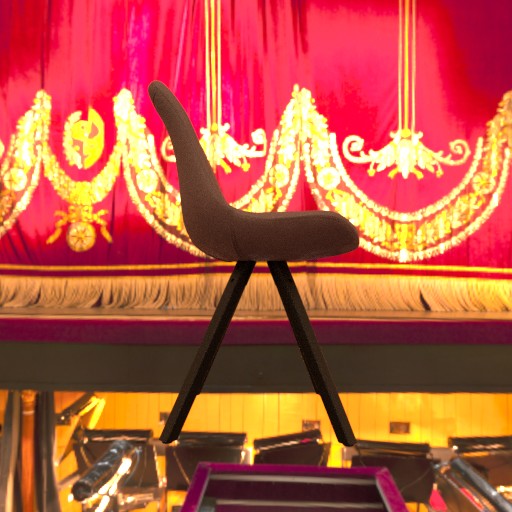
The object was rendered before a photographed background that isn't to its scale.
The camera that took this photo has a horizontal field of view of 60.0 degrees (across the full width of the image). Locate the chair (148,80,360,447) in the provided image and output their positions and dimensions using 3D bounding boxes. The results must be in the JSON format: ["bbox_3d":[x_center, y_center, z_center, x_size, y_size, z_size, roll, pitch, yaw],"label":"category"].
[{"bbox_3d":[0.000,0.000,1.215,0.547,0.865,0.483,0,-2,1],"label":"chair"}]
